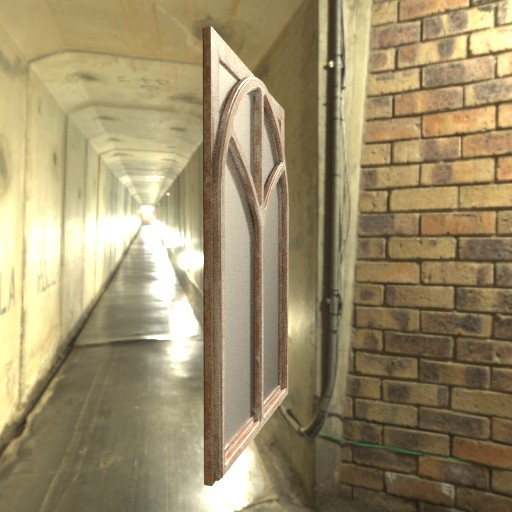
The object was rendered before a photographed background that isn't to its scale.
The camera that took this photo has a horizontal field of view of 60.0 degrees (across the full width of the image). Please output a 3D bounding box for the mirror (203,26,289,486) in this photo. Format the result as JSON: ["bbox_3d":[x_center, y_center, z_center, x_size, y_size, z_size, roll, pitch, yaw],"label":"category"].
[{"bbox_3d":[0.000,0.000,0.991,0.058,0.787,0.495,0,1,18],"label":"mirror"}]
